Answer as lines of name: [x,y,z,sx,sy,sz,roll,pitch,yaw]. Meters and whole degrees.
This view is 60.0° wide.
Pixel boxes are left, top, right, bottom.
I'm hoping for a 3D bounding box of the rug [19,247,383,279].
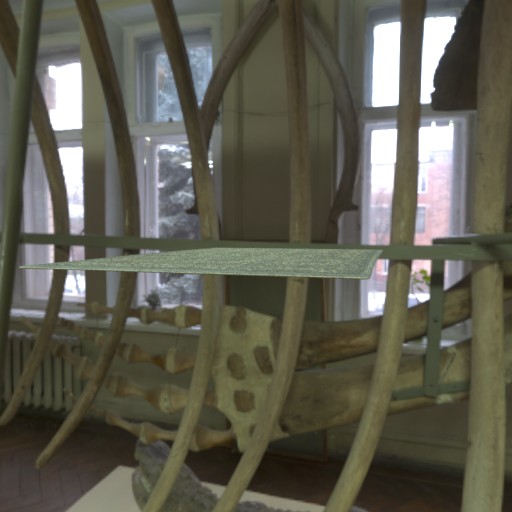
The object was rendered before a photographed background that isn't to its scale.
rug: [0.000,0.000,2.278,1.224,0.016,1.830,1,3,17]
